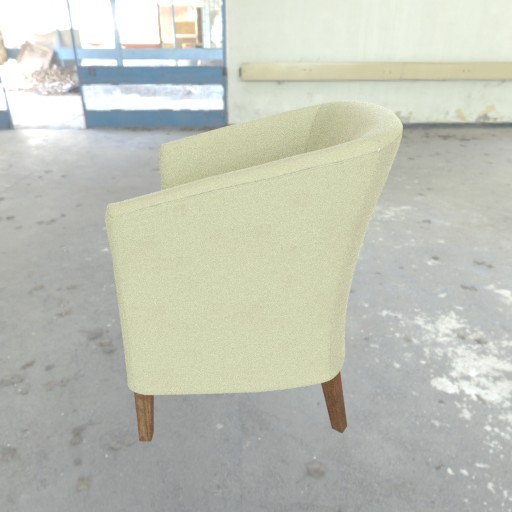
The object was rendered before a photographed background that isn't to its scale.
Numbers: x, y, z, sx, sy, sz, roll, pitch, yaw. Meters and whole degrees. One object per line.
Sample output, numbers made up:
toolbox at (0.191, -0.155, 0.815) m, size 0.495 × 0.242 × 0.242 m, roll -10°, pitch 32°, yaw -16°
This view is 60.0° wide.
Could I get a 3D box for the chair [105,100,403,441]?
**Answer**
chair at (0.000, 0.000, 1.277) m, size 0.657 × 0.822 × 0.643 m, roll 0°, pitch 26°, yaw 0°
